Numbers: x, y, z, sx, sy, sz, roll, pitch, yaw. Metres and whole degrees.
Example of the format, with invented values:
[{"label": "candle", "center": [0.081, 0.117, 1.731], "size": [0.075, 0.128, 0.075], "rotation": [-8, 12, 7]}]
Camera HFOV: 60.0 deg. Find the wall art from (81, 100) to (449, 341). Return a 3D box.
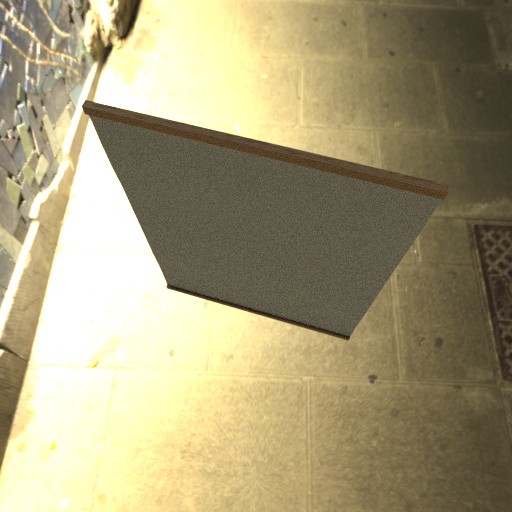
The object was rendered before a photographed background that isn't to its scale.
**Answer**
[{"label": "wall art", "center": [0.000, 0.000, 0.805], "size": [0.458, 0.605, 0.011], "rotation": [15, 64, 7]}]
